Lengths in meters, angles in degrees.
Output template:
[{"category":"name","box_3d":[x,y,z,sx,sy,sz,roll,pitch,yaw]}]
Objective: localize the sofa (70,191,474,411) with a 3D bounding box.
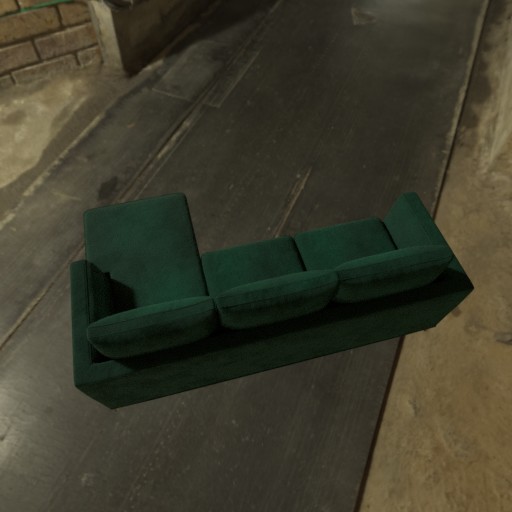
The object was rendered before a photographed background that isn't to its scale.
[{"category":"sofa","box_3d":[0.000,0.000,3.175,2.441,1.007,1.489,-12,57,-8]}]
